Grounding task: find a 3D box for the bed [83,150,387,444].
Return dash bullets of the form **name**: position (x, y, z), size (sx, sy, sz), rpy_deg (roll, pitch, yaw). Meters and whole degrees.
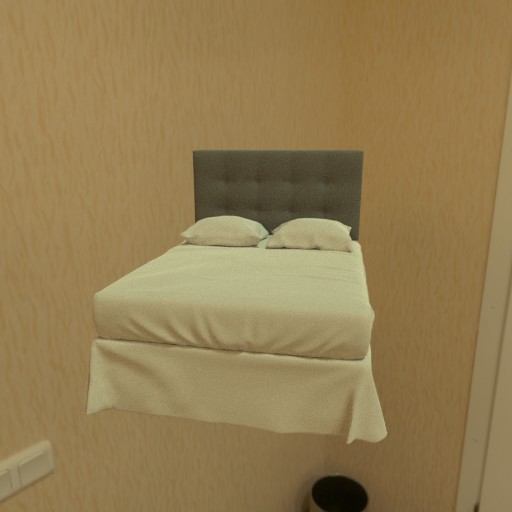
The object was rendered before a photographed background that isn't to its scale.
- **bed**: position (0.000, 0.000, 3.429), size (1.936, 1.577, 2.222), rpy_deg (3, 14, 11)
